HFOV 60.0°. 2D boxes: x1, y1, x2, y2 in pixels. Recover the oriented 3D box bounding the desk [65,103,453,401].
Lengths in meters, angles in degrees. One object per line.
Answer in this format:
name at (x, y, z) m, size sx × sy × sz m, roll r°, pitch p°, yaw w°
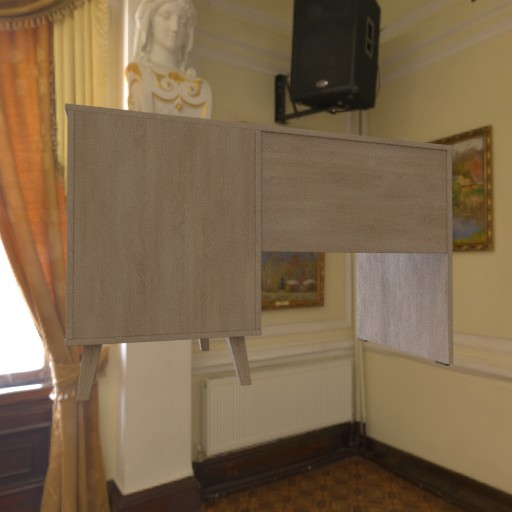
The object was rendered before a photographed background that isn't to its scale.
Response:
desk at (0.000, 0.000, 1.622) m, size 1.251 × 0.770 × 0.600 m, roll 0°, pitch -1°, yaw -19°
